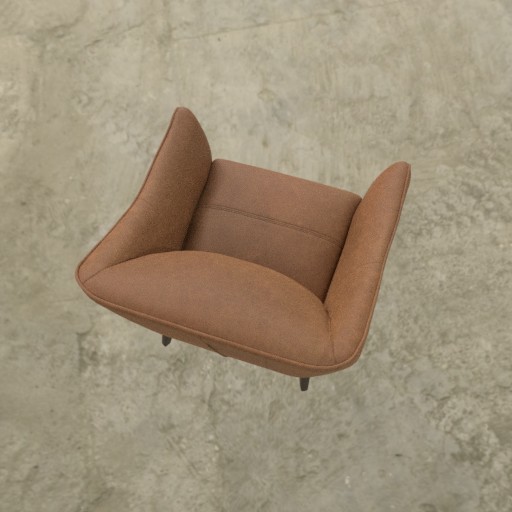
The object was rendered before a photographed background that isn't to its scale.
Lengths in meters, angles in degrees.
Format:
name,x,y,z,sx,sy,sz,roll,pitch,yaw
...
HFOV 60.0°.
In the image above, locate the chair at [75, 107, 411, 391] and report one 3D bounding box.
name,x,y,z,sx,sy,sz,roll,pitch,yaw
chair,0.000,0.000,1.552,0.871,0.830,0.852,16,65,8
